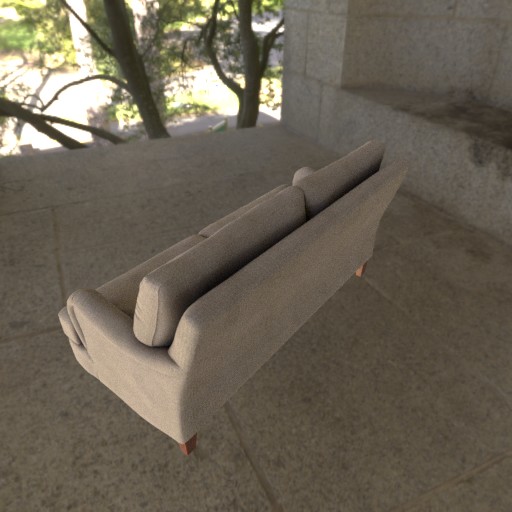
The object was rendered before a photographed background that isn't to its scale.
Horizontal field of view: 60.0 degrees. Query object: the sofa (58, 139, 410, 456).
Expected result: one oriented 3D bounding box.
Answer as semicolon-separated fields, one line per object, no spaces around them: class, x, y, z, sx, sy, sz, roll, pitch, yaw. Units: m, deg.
sofa;0.000;0.000;2.792;1.069;1.096;2.193;22;38;31
